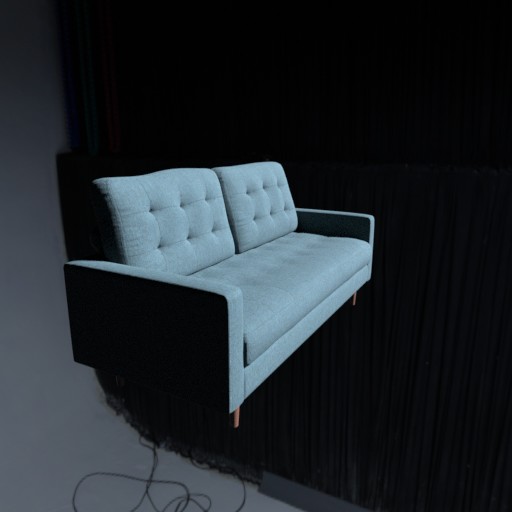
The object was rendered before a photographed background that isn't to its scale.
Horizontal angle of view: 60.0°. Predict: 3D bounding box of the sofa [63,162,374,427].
[{"bbox_3d":[0.000,0.000,2.669,0.966,1.050,2.010,8,17,28],"label":"sofa"}]
